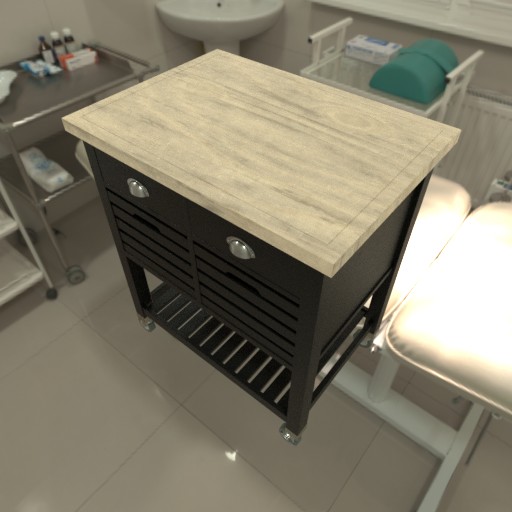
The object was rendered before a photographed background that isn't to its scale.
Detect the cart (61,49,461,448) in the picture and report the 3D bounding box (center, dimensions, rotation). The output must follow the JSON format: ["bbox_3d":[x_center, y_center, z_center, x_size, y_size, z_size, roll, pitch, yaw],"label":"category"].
[{"bbox_3d":[0.000,0.000,1.402,0.797,0.920,0.567,30,53,26],"label":"cart"}]
